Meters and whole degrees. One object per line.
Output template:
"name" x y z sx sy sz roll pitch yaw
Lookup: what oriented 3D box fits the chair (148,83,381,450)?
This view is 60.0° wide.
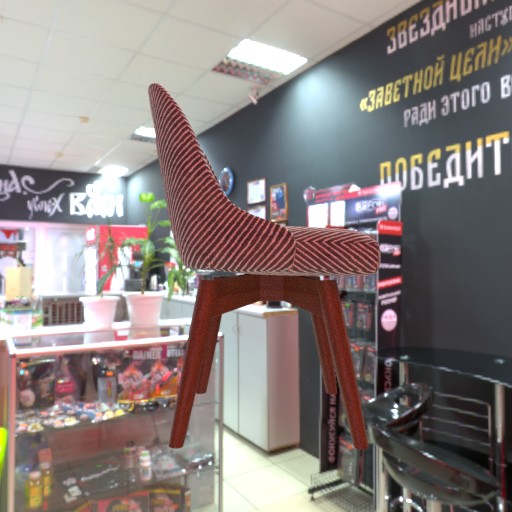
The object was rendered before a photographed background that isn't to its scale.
"chair" 0.000 0.000 1.237 0.591 0.883 0.504 0 -1 1
